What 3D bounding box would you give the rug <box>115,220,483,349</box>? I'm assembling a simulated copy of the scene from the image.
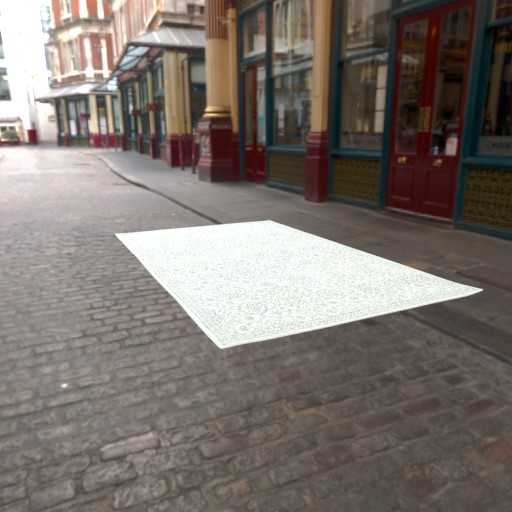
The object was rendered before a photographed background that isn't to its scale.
[{"bbox_3d":[0.000,0.000,3.094,1.518,0.023,2.434,-7,16,-25],"label":"rug"}]
